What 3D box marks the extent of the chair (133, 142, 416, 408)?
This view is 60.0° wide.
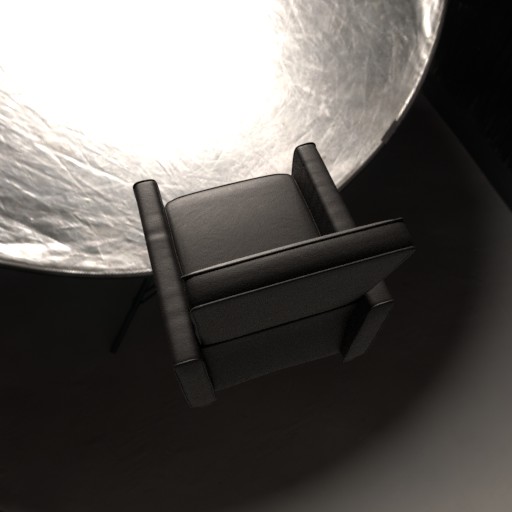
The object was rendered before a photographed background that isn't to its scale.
[{"bbox_3d":[0.000,0.000,1.512,0.705,1.013,0.746,-15,59,-9],"label":"chair"}]
